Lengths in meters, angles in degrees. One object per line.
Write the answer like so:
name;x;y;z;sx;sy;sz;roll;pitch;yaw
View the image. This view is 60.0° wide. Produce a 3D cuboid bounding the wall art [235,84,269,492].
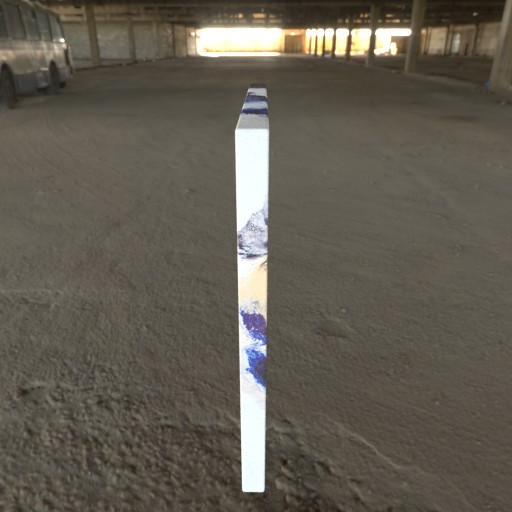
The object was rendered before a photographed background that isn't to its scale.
wall art;0.000;0.000;0.903;0.039;0.609;0.609;0;26;1
